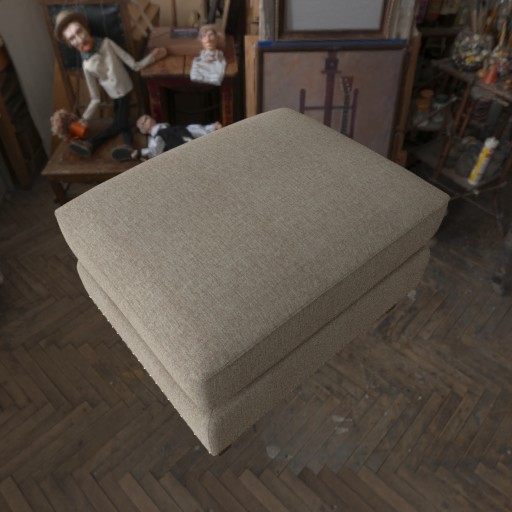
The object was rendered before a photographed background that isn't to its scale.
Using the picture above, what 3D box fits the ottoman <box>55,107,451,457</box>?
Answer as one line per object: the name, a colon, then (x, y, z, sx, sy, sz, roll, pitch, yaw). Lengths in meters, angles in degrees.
ottoman: (0.000, 0.000, 1.145, 0.741, 0.513, 0.584, -32, 54, -27)
